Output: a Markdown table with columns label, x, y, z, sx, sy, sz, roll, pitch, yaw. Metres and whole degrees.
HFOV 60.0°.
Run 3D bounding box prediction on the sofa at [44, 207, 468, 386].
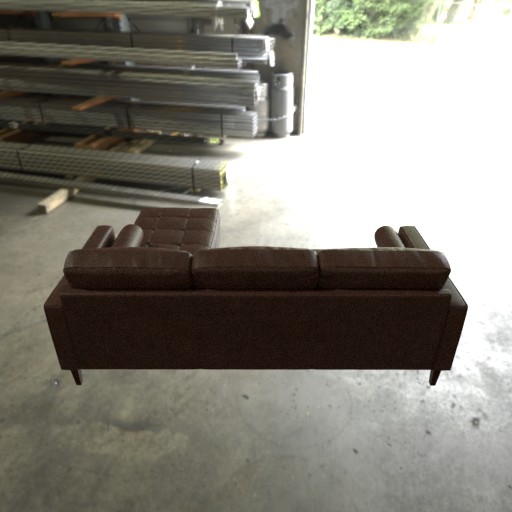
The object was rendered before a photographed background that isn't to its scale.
| label | x | y | z | sx | sy | sz | roll | pitch | yaw |
| --- | --- | --- | --- | --- | --- | --- | --- | --- | --- |
| sofa | 0.000 | 0.000 | 2.997 | 2.185 | 0.841 | 1.613 | 0 | 31 | 0 |
